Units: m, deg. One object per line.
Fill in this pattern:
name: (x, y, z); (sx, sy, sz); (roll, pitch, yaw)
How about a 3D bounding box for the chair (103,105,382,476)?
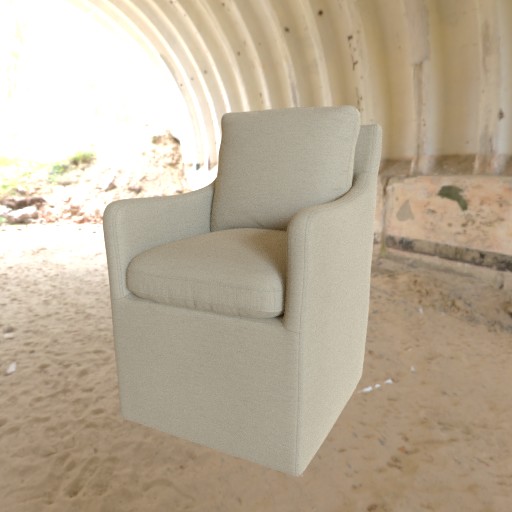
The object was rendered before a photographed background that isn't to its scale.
chair: (0.000, 0.000, 1.369); (0.626, 0.914, 0.694); (6, 13, 27)
